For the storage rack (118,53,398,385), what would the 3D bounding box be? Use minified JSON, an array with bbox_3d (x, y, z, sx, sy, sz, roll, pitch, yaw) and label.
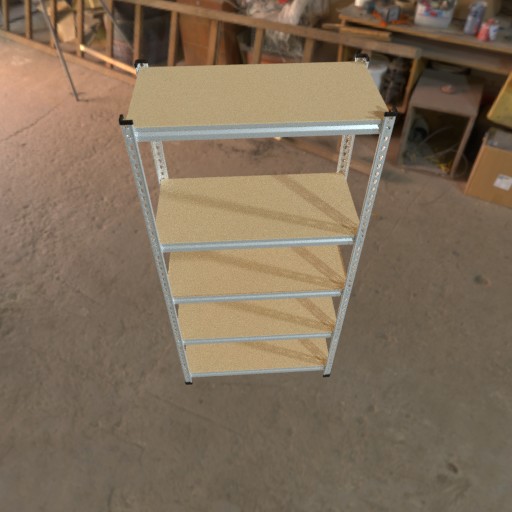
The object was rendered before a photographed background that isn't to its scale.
[{"bbox_3d":[0.000,0.000,2.263,0.914,1.829,0.457,-3,48,-2],"label":"storage rack"}]
